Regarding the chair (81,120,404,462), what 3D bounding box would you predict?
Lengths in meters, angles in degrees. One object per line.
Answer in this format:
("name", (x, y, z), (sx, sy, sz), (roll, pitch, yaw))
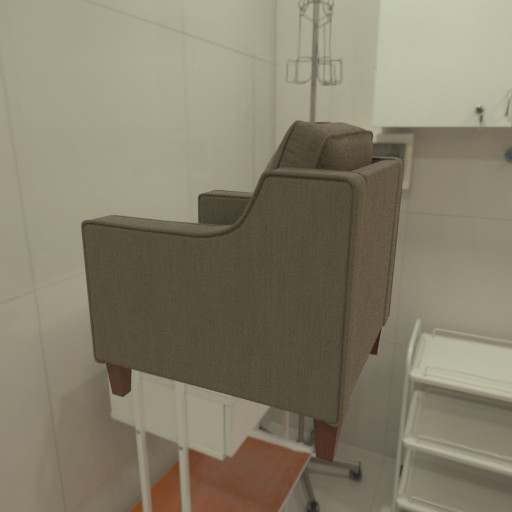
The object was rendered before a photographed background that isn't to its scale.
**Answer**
("chair", (0.000, 0.000, 1.659), (0.909, 0.960, 0.831), (7, 17, 24))
